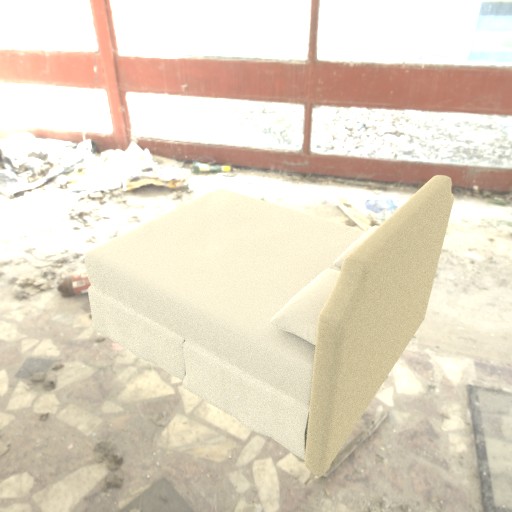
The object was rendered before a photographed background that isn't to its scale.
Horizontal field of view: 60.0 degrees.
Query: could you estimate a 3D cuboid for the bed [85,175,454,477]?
[{"bbox_3d":[0.000,0.000,3.176,2.116,1.290,1.693,21,37,31],"label":"bed"}]
